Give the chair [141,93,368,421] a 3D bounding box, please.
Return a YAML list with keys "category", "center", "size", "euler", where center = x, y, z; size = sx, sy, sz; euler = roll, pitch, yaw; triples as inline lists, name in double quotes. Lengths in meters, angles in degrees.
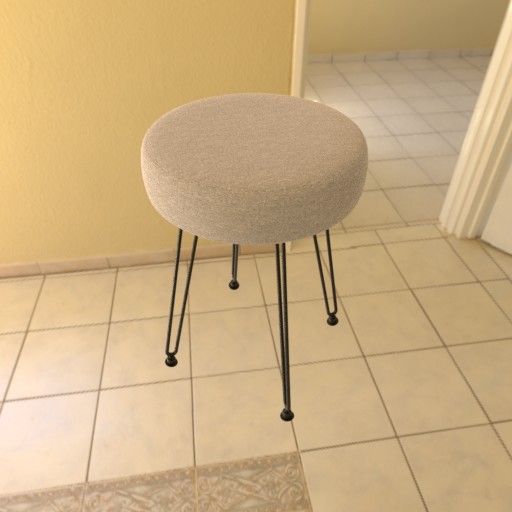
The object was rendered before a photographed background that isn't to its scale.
- category: "chair"
  center: [0.000, 0.000, 0.715]
  size: [0.350, 0.440, 0.350]
  euler: [-12, 42, -14]
